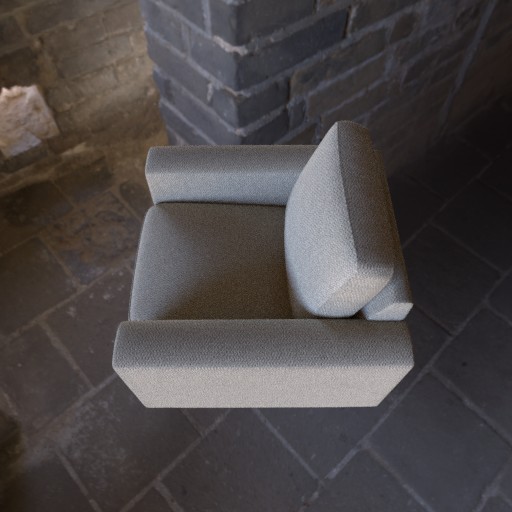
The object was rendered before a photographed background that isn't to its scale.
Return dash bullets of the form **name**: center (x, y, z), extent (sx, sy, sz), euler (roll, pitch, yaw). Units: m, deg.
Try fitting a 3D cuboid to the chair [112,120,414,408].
- **chair**: center (0.000, 0.000, 1.783), extent (1.016, 0.873, 1.005), euler (0, 58, 0)
